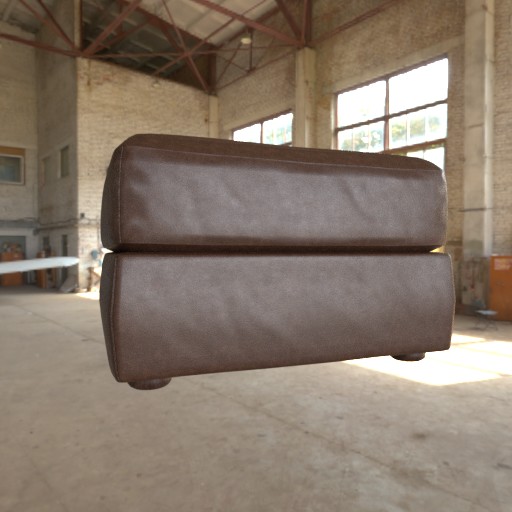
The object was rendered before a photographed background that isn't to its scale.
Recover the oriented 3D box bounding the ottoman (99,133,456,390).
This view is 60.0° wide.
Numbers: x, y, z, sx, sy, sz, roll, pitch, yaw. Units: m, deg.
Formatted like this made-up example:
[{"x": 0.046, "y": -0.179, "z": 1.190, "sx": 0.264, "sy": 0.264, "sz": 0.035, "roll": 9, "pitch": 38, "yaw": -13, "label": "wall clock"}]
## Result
[{"x": 0.000, "y": 0.000, "z": 1.124, "sx": 0.751, "sy": 0.476, "sz": 0.603, "roll": 0, "pitch": 1, "yaw": -20, "label": "ottoman"}]
